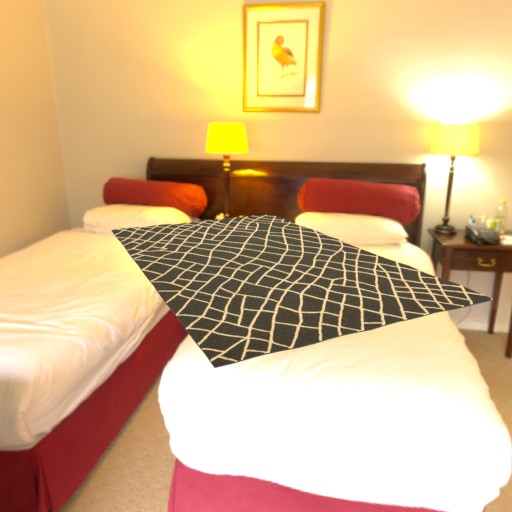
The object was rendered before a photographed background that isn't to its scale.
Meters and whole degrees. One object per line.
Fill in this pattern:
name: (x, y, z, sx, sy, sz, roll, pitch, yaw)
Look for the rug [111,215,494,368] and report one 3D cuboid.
rug: (0.000, 0.000, 3.005, 1.529, 0.017, 2.448, -8, 18, -25)
